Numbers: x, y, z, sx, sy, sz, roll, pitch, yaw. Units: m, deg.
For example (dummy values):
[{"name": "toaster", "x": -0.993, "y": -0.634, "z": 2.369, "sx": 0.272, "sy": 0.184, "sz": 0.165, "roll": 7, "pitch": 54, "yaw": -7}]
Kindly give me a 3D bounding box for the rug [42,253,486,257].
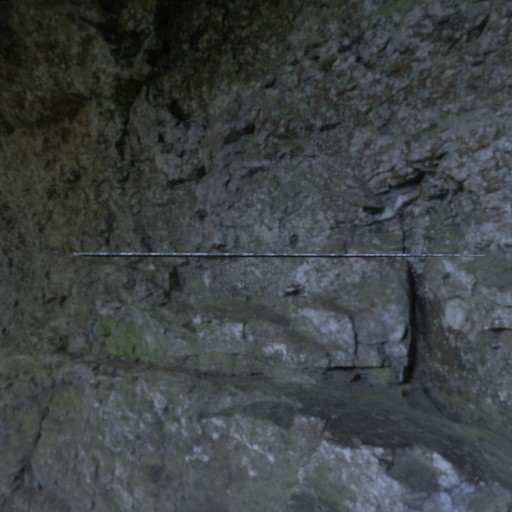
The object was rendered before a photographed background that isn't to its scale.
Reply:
[{"name": "rug", "x": 0.000, "y": 0.000, "z": 2.980, "sx": 2.438, "sy": 0.011, "sz": 1.524, "roll": 0, "pitch": -1, "yaw": -18}]
